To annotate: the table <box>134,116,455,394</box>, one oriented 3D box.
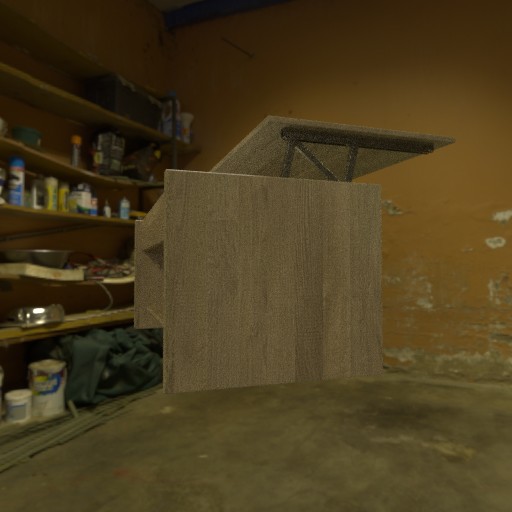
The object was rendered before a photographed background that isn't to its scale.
[{"bbox_3d":[0.000,0.000,1.455,0.712,0.570,1.000,1,-2,-19],"label":"table"}]
